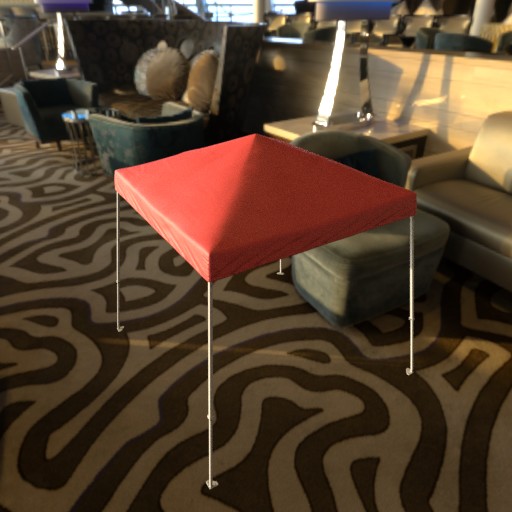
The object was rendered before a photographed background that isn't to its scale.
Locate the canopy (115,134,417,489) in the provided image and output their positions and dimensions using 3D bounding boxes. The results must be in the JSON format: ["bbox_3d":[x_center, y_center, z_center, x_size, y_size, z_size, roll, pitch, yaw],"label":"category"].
[{"bbox_3d":[0.000,0.000,6.574,3.600,3.600,3.599,-17,34,-28],"label":"canopy"}]
